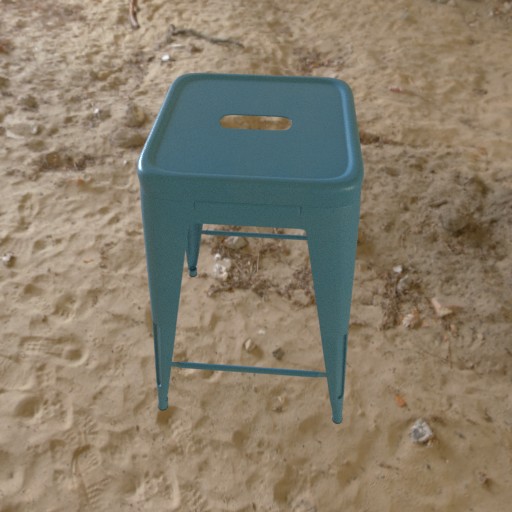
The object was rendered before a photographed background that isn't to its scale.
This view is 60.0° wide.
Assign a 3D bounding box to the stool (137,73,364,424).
[{"bbox_3d":[0.000,0.000,0.890,0.410,0.608,0.410,3,48,3],"label":"stool"}]
